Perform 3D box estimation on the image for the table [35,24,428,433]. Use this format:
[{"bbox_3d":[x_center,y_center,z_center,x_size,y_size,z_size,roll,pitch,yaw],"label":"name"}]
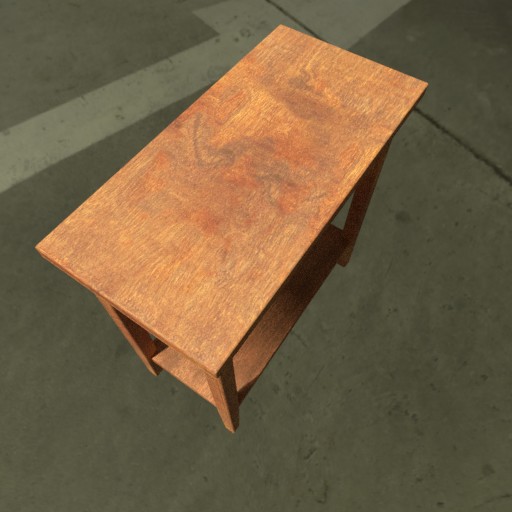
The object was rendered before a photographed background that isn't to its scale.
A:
[{"bbox_3d":[0.000,0.000,0.941,0.305,0.610,0.610,31,64,17],"label":"table"}]
